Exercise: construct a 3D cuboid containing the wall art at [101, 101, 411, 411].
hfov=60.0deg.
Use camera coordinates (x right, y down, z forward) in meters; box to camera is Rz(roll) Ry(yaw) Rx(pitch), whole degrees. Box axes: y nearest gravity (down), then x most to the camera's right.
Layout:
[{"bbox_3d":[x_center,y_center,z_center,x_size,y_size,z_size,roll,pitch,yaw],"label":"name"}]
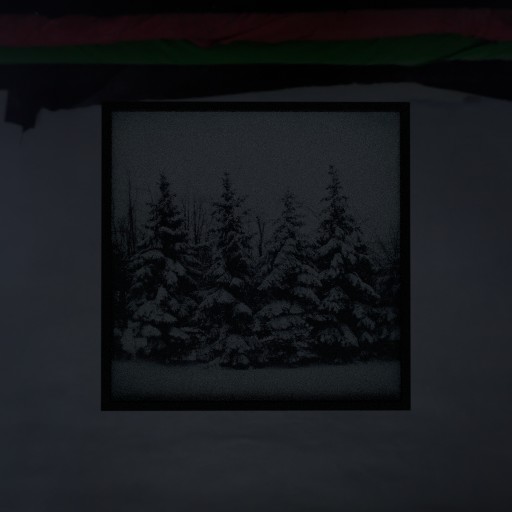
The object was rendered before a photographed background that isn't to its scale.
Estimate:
[{"bbox_3d":[0.000,0.000,0.456,0.305,0.305,0.037,0,0,0],"label":"wall art"}]
